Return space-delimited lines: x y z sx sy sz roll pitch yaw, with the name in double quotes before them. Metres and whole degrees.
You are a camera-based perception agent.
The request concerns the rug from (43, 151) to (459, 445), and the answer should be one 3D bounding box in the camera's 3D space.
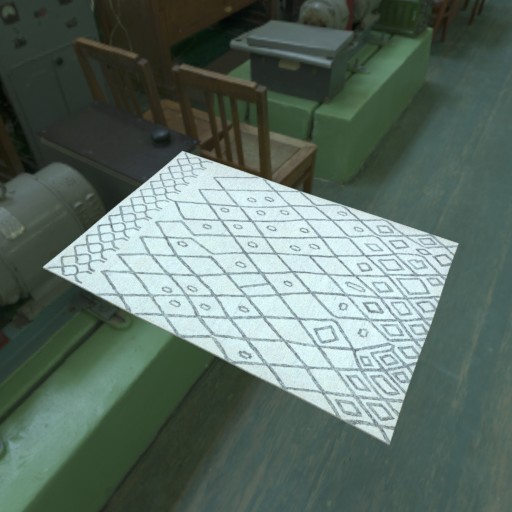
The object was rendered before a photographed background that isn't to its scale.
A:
"rug" 0.000 0.000 2.329 1.828 0.015 1.222 22 50 20
